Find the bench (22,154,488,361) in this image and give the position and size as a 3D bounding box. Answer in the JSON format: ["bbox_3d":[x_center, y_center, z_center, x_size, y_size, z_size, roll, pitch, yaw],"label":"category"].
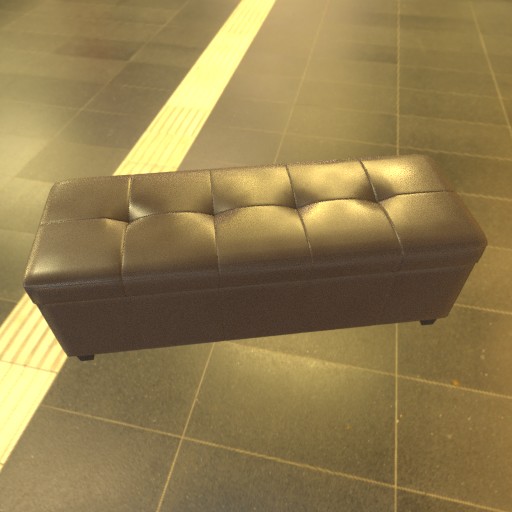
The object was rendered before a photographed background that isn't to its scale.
[{"bbox_3d":[0.000,0.000,1.409,1.219,0.417,0.450,-5,47,-5],"label":"bench"}]
